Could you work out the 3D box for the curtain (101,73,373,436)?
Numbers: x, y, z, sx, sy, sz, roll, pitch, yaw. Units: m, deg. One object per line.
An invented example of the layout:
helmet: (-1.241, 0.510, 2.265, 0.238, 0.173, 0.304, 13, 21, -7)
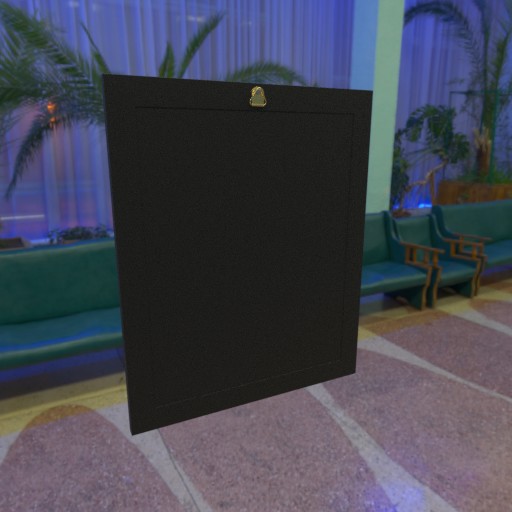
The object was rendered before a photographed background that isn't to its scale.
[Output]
curtain: (0.000, 0.000, 0.801, 0.483, 0.585, 0.027, -7, 16, -25)
